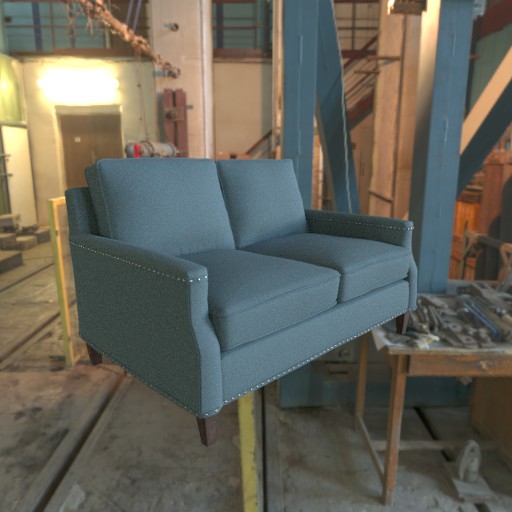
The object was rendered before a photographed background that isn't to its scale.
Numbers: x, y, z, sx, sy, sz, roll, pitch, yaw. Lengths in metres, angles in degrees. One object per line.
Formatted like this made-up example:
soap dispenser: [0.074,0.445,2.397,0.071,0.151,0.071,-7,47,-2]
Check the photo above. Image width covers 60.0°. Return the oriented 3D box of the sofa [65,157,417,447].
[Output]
sofa: [0.000,0.000,2.311,1.597,1.003,1.084,-12,18,-44]
